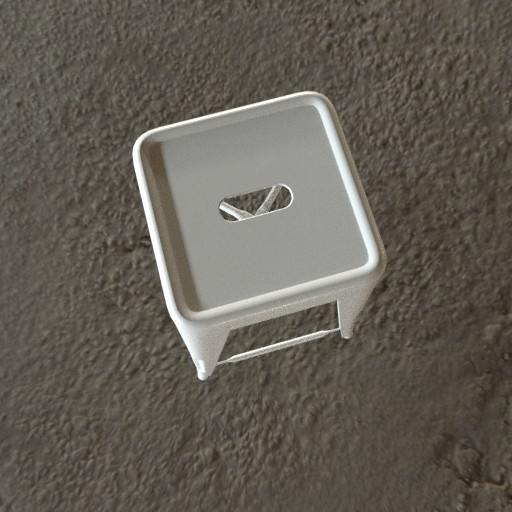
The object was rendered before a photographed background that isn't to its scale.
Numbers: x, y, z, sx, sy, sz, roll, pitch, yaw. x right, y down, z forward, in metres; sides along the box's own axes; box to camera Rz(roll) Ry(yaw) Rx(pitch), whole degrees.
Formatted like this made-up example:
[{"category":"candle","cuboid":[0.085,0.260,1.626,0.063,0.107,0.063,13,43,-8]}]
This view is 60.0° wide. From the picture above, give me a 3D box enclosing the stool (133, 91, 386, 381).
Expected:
[{"category":"stool","cuboid":[0.000,0.000,0.862,0.406,0.610,0.406,-15,77,-4]}]
